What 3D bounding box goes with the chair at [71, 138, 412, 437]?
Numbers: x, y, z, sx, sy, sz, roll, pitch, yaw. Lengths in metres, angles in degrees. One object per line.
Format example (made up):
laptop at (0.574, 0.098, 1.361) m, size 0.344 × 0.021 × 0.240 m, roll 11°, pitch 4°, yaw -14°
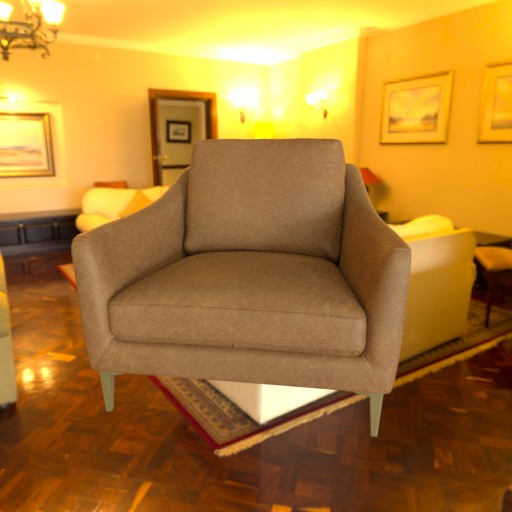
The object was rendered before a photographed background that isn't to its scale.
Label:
chair at (0.000, 0.000, 1.719) m, size 0.988 × 0.895 × 0.963 m, roll 2°, pitch 14°, yaw 9°
